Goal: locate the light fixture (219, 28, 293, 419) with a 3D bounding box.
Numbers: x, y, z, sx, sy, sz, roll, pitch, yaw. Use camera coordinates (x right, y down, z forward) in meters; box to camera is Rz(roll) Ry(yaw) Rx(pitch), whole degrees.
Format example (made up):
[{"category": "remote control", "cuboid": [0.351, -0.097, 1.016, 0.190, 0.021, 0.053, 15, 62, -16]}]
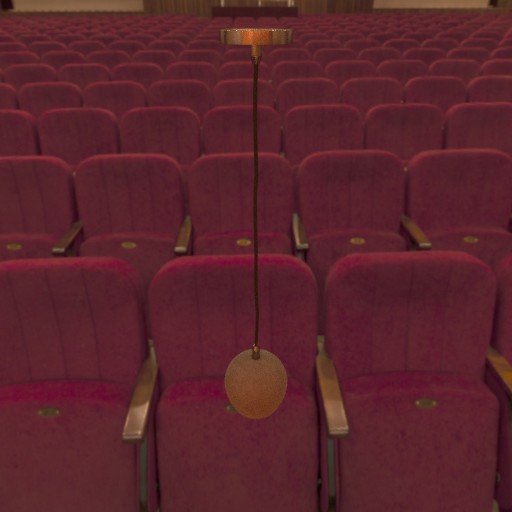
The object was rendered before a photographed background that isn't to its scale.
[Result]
[{"category": "light fixture", "cuboid": [0.000, 0.000, 0.839, 0.139, 0.764, 0.139, -1, 28, -1]}]
